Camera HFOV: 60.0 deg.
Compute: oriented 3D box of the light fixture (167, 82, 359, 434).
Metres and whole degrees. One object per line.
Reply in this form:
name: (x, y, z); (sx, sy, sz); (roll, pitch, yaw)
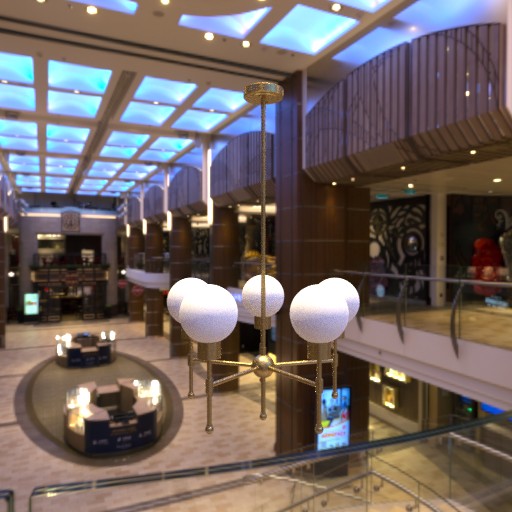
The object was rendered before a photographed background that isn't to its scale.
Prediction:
light fixture: (0.000, 0.000, 1.798); (0.785, 1.331, 0.815); (0, 1, 18)
